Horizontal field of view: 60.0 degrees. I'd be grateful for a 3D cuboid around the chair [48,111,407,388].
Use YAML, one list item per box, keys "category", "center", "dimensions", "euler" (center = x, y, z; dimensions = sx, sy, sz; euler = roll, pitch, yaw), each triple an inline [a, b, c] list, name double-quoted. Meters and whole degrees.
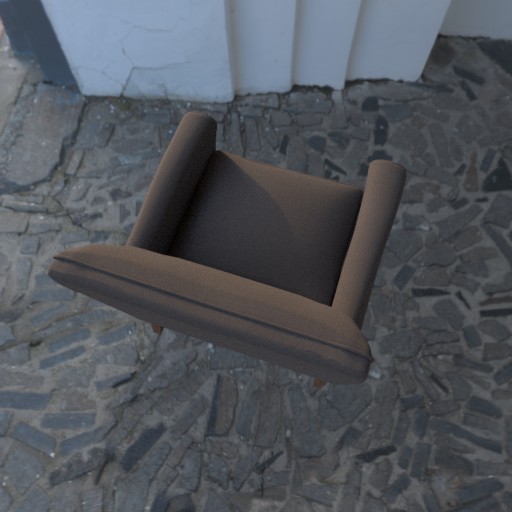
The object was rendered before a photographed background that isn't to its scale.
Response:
- category: "chair"
  center: [0.000, 0.000, 1.549]
  dimensions: [0.836, 0.911, 0.831]
  euler: [17, 64, 8]
